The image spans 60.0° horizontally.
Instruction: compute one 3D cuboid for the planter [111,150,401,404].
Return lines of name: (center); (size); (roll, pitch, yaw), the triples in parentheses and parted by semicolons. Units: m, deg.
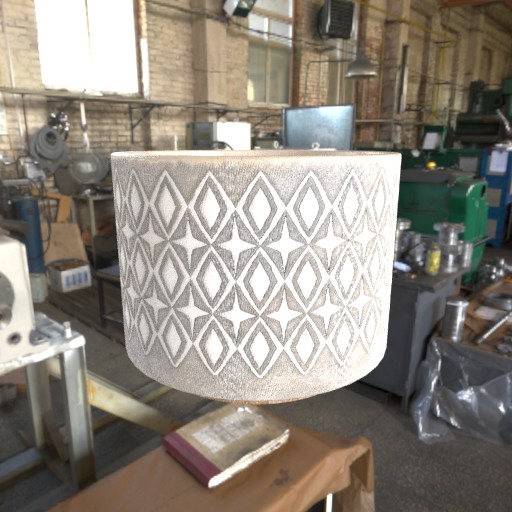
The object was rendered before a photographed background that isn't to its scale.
planter: (0.000, 0.000, 0.278); (0.164, 0.127, 0.164); (0, 14, 0)
